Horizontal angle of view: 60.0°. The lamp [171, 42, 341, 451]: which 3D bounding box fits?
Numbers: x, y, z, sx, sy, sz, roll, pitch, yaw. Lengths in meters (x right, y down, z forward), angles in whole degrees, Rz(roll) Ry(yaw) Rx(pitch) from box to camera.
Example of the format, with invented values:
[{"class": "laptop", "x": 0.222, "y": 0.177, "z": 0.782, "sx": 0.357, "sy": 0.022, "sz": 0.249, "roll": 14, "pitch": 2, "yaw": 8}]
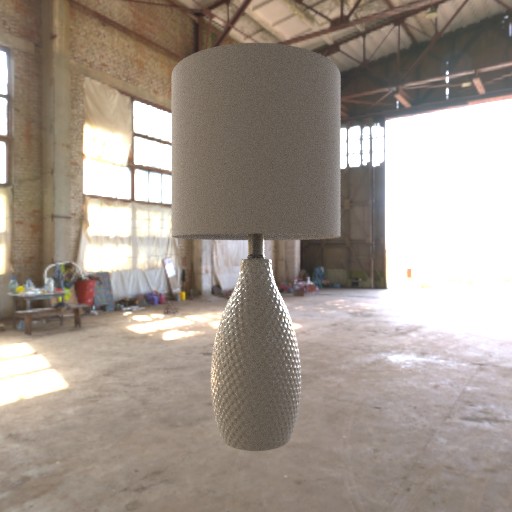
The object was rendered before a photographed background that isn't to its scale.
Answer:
[{"class": "lamp", "x": 0.000, "y": 0.000, "z": 0.574, "sx": 0.214, "sy": 0.466, "sz": 0.214, "roll": 0, "pitch": 0, "yaw": -36}]
